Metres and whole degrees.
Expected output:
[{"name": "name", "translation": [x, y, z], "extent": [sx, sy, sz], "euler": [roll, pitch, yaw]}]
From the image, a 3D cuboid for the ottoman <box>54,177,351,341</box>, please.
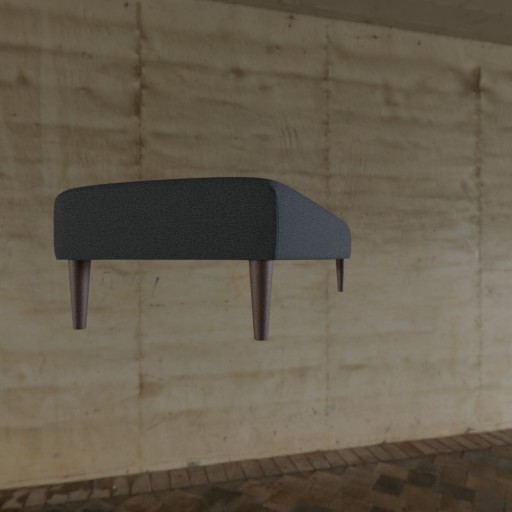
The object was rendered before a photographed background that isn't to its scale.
[{"name": "ottoman", "translation": [0.000, 0.000, 1.830], "extent": [0.646, 0.393, 1.609], "euler": [0, 0, 18]}]
